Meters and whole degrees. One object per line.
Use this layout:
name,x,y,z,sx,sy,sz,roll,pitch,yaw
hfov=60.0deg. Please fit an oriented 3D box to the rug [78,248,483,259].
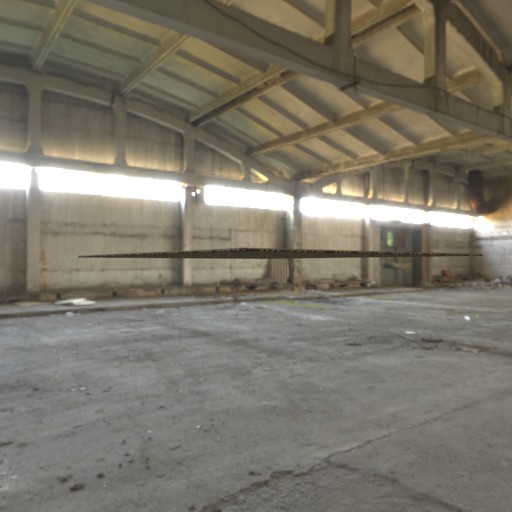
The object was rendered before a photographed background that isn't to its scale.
rug,0.000,0.000,3.941,2.306,0.017,2.902,1,-1,-36
